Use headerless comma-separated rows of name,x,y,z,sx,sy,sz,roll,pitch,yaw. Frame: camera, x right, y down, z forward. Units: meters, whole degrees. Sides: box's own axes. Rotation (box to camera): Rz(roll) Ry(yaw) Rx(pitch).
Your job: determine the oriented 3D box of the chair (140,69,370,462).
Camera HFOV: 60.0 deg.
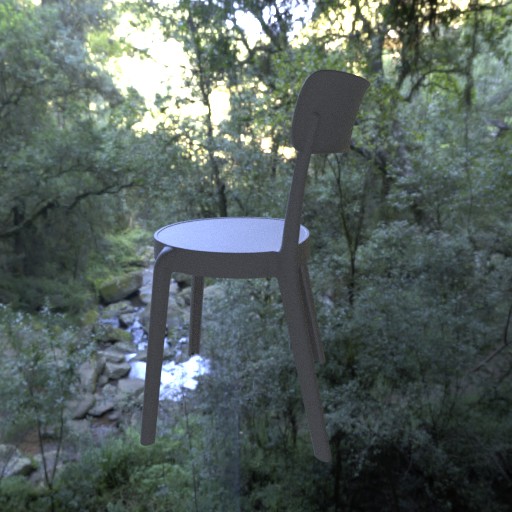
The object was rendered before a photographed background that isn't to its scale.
chair,0.000,0.000,1.090,0.491,0.790,0.506,2,16,7
